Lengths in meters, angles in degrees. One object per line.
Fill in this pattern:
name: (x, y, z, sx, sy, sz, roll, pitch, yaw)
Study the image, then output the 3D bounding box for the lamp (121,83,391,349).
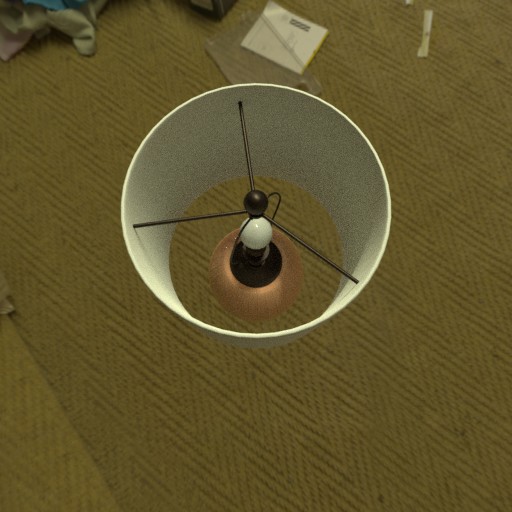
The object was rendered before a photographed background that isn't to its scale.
lamp: (0.000, 0.000, 0.800, 0.329, 0.570, 0.329, 0, 76, 0)
